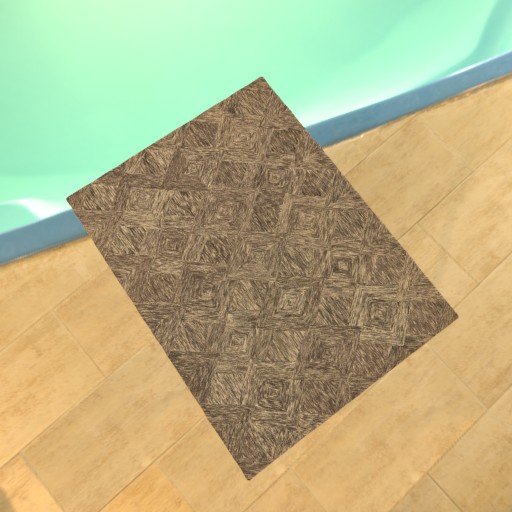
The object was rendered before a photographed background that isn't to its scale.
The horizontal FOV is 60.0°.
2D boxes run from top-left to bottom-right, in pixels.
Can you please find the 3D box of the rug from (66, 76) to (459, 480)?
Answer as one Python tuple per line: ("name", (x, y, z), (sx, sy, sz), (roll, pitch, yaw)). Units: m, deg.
("rug", (0.000, 0.000, 4.318), (2.448, 0.017, 3.204), (-35, 79, -8))
